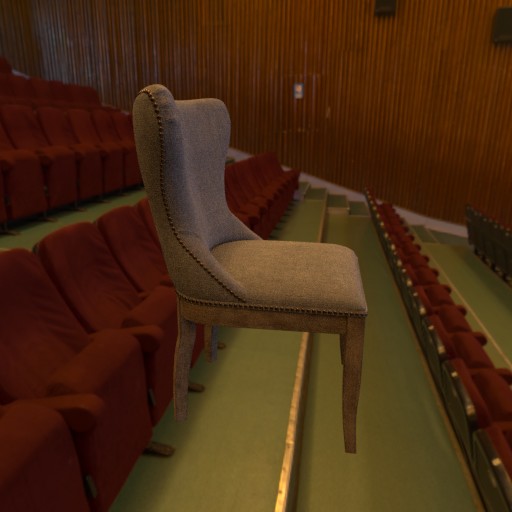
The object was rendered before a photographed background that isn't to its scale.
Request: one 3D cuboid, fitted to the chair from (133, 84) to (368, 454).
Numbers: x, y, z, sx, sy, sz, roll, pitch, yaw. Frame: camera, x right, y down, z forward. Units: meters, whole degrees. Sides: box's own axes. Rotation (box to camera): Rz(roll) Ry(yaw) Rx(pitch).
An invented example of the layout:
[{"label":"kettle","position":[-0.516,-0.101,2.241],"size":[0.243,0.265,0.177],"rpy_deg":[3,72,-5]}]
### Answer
[{"label":"chair","position":[0.000,0.000,1.441],"size":[0.681,1.002,0.654],"rpy_deg":[3,16,9]}]
